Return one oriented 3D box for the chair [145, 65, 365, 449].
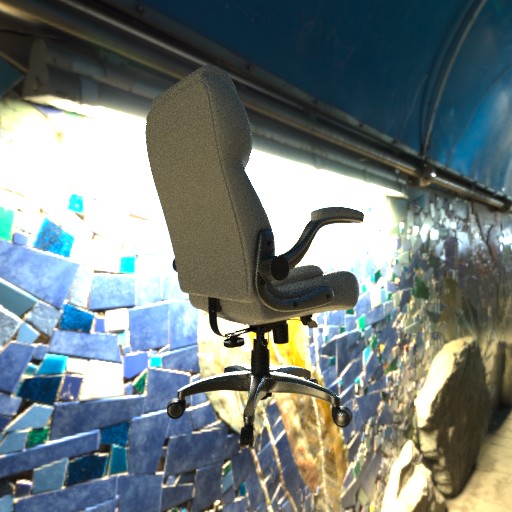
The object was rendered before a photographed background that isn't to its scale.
[{"bbox_3d":[0.000,0.000,1.893,0.806,1.330,0.755,0,0,-37],"label":"chair"}]
